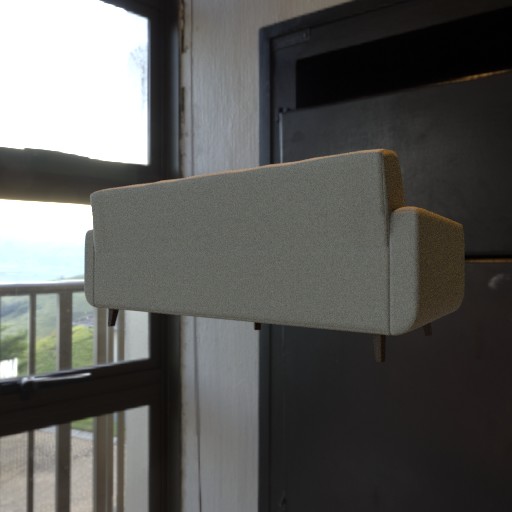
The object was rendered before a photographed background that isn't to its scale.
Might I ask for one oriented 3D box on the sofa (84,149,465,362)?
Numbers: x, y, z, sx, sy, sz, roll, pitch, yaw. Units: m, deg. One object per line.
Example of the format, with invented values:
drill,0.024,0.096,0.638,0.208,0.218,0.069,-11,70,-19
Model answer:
sofa,0.000,0.000,2.653,2.137,0.892,0.980,-1,-1,35
